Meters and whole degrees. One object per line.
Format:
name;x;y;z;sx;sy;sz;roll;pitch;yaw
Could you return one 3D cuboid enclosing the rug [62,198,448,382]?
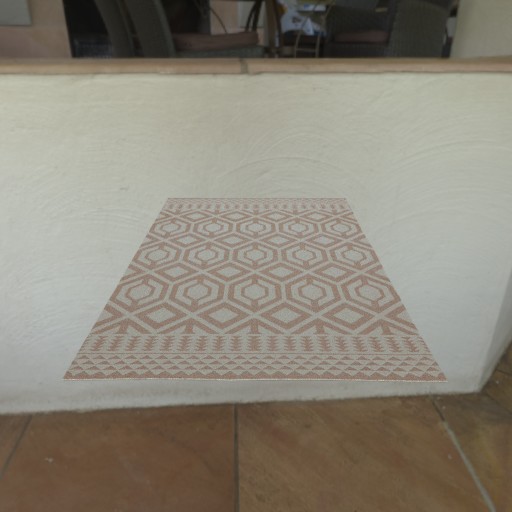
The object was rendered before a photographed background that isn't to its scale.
rug;0.000;0.000;2.225;1.219;0.008;1.829;0;26;0
